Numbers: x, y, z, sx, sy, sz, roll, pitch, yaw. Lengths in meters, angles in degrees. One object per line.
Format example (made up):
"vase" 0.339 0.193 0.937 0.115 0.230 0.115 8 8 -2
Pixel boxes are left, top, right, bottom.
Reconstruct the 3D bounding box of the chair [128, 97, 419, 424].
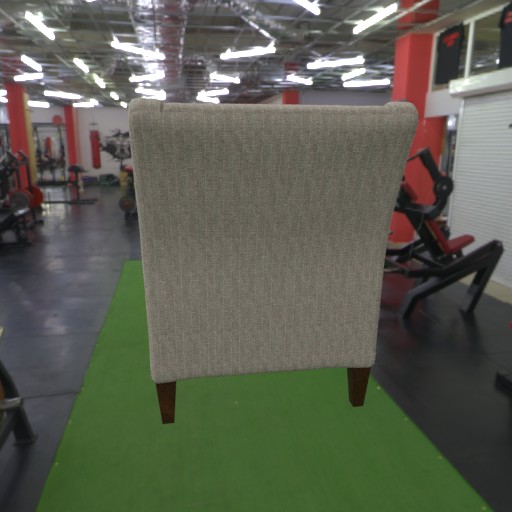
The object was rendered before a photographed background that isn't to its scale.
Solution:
"chair" 0.000 0.000 1.632 0.774 1.014 0.870 -2 14 -8
